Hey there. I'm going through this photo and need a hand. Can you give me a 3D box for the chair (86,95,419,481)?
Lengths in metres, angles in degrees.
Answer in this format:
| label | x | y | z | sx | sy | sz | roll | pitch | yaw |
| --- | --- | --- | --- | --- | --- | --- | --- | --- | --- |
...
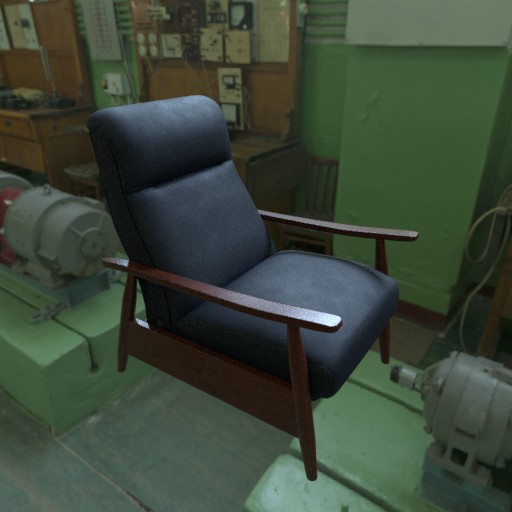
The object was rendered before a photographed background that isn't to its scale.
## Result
| label | x | y | z | sx | sy | sz | roll | pitch | yaw |
| --- | --- | --- | --- | --- | --- | --- | --- | --- | --- |
| chair | 0.000 | 0.000 | 1.718 | 1.014 | 1.082 | 0.762 | 17 | 31 | 30 |
